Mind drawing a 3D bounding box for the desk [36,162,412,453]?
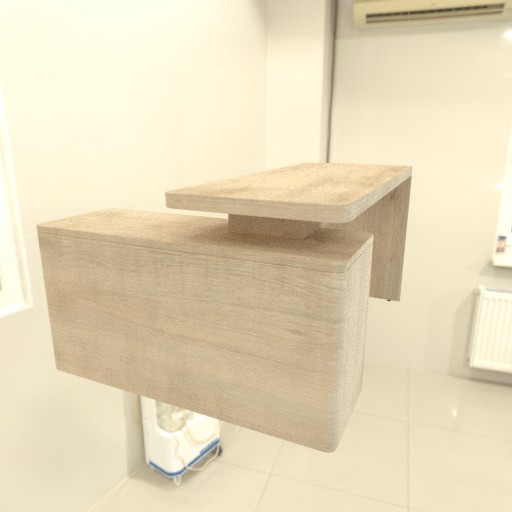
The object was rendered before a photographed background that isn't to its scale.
[{"bbox_3d":[0.000,0.000,2.074,1.175,0.770,1.400,7,18,24],"label":"desk"}]
